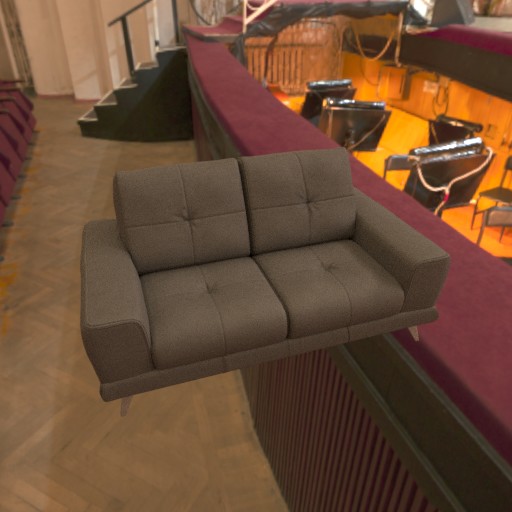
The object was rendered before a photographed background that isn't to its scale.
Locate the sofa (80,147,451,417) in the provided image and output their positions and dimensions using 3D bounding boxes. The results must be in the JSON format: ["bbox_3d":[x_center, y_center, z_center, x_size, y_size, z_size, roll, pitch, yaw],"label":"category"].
[{"bbox_3d":[0.000,0.000,2.419,1.806,0.907,1.018,-10,32,-16],"label":"sofa"}]
